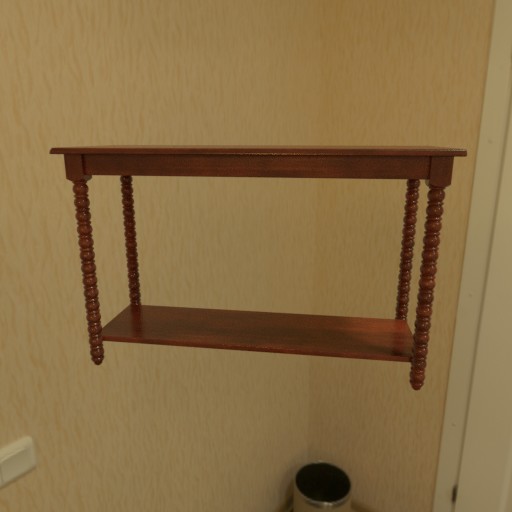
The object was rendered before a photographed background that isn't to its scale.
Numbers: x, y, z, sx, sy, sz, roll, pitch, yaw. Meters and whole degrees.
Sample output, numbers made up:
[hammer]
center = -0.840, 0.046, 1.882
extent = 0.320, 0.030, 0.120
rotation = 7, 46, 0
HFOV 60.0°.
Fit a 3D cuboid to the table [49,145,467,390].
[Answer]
[table]
center = 0.000, 0.000, 1.544
extent = 1.184, 0.740, 0.459
rotation = 2, 15, 8
